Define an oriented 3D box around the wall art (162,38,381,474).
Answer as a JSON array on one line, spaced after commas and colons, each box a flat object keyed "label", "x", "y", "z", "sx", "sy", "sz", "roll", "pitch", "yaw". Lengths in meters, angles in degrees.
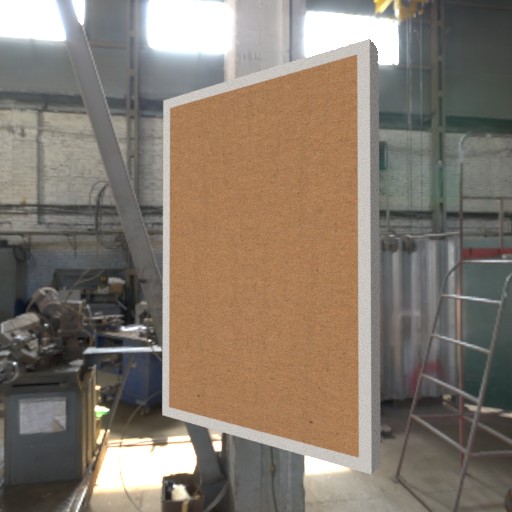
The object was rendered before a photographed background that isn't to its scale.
[{"label": "wall art", "x": 0.000, "y": 0.000, "z": 0.529, "sx": 0.293, "sy": 0.428, "sz": 0.025, "roll": -1, "pitch": -1, "yaw": 35}]
